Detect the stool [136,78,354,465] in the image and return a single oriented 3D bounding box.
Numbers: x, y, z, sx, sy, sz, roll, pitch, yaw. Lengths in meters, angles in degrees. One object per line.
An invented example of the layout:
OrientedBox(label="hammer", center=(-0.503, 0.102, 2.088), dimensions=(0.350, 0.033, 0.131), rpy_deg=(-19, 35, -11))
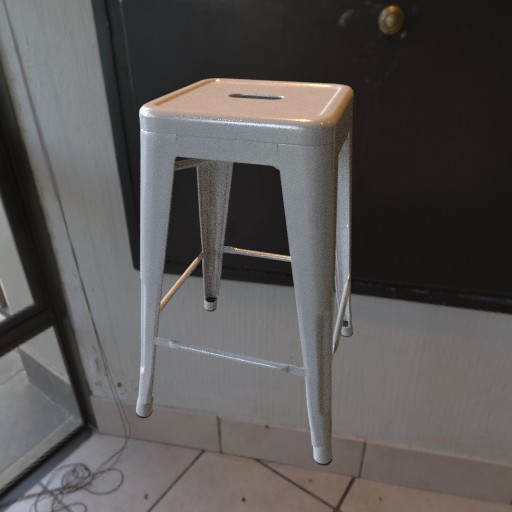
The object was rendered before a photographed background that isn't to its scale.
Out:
OrientedBox(label="stool", center=(0.000, 0.000, 0.875), dimensions=(0.406, 0.610, 0.406), rpy_deg=(9, 32, 14))
